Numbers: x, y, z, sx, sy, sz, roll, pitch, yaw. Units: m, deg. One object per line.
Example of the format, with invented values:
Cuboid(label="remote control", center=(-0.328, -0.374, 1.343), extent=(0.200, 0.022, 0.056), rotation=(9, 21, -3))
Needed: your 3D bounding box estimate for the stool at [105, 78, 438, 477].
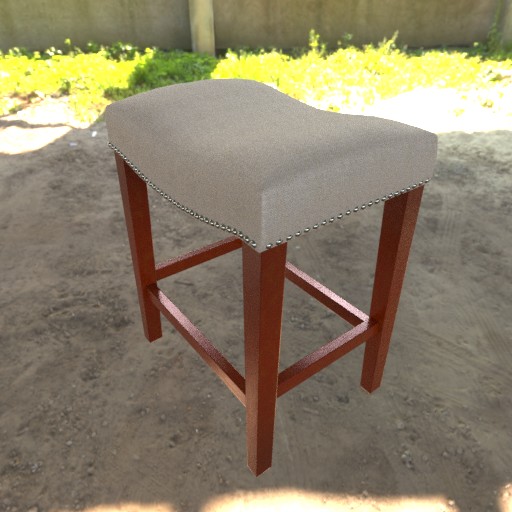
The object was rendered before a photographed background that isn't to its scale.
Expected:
Cuboid(label="stool", center=(0.000, 0.000, 0.938), extent=(0.375, 0.632, 0.509), rotation=(-23, 39, -31))
